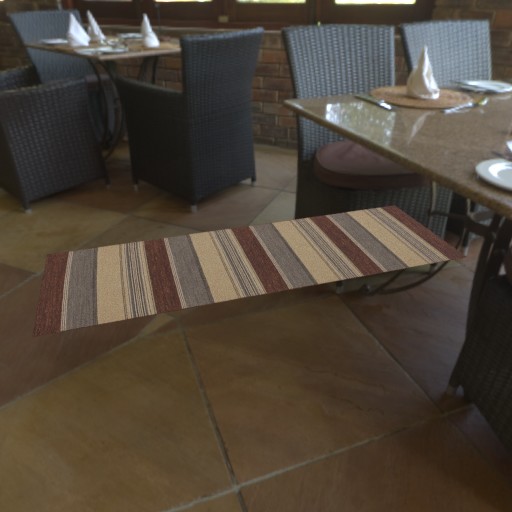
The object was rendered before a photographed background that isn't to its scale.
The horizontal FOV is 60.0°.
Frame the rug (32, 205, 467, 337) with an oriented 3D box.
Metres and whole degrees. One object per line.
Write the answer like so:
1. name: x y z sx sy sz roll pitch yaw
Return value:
1. rug: 0.000 0.000 2.710 2.437 0.006 0.792 -9 32 -15
